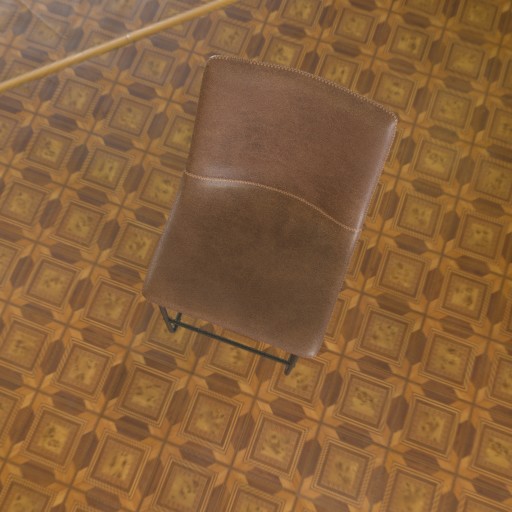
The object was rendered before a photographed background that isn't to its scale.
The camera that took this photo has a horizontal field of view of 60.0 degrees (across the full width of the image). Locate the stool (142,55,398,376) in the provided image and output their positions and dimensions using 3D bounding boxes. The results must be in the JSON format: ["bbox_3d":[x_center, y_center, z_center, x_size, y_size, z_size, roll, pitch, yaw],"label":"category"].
[{"bbox_3d":[0.000,0.000,1.208,0.460,0.890,0.550,19,78,4],"label":"stool"}]
